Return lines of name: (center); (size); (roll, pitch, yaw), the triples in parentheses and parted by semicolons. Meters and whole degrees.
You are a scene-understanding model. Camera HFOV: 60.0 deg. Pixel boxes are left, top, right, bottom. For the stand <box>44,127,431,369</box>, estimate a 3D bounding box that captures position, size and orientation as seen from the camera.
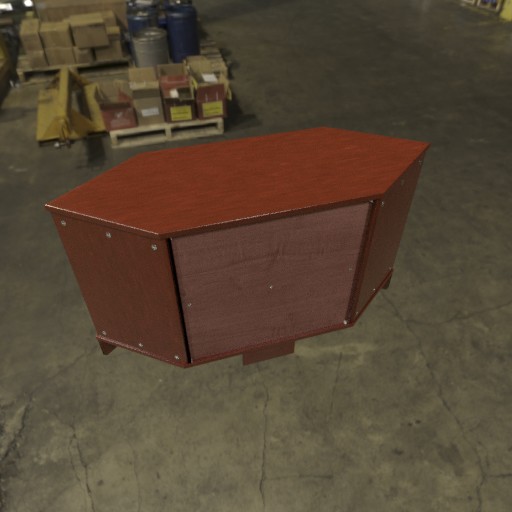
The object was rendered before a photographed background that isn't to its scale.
stand: (0.000, 0.000, 1.391); (1.072, 0.614, 0.381); (-11, 44, -12)
